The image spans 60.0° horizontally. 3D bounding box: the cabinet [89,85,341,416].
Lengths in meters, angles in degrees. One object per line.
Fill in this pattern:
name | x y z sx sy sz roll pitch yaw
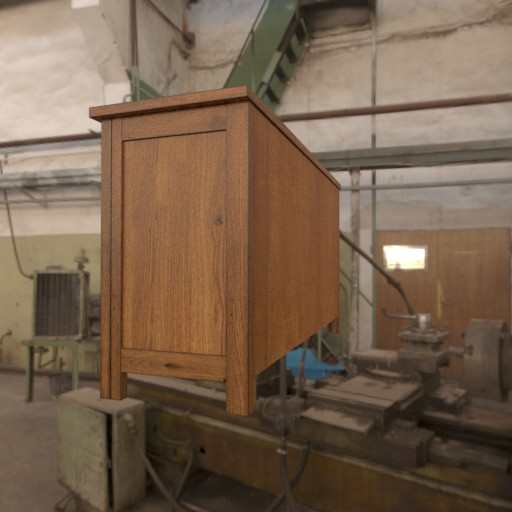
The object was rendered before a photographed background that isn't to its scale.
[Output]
cabinet | 0.000 0.000 1.847 0.480 0.813 1.474 0 -1 20
